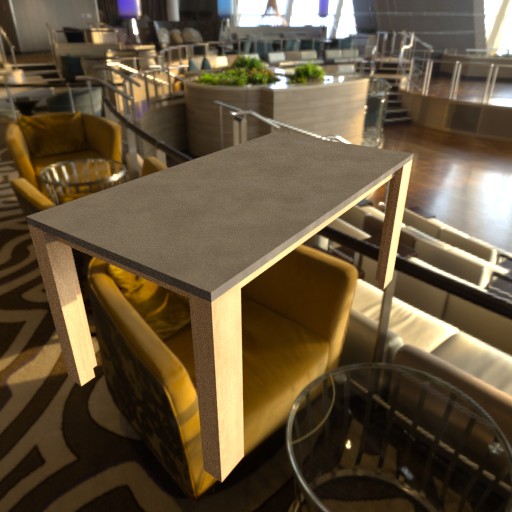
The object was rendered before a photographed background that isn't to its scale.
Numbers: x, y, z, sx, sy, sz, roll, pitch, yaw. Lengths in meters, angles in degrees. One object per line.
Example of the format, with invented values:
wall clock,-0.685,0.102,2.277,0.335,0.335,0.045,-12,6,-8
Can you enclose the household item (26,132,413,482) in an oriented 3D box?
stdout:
household item,0.000,0.000,2.096,0.850,0.755,1.600,19,33,31
